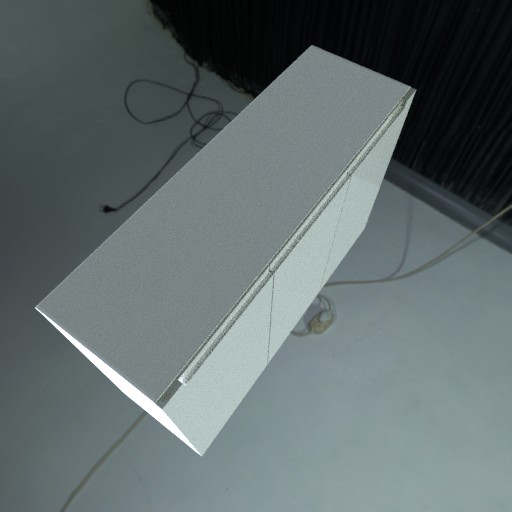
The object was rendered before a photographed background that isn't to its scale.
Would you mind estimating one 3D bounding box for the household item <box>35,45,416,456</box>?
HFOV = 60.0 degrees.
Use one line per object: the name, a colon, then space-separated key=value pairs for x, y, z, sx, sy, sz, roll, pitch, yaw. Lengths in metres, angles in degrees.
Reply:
household item: x=0.000 y=0.000 z=1.681 sx=0.420 sy=0.867 sz=1.300 roll=32 pitch=64 yaw=17
